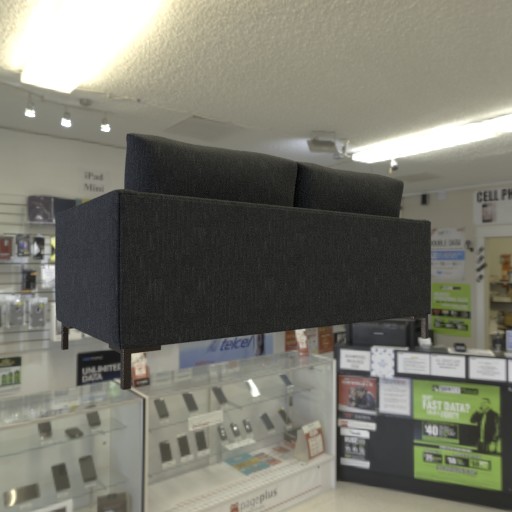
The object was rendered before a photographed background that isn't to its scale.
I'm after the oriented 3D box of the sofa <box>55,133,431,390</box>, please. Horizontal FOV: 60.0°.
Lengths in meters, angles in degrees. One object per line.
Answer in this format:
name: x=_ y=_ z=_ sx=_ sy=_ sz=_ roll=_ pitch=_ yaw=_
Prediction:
sofa: x=0.000 y=0.000 z=2.198 sx=1.716 sy=0.862 sz=0.866 roll=1 pitch=-1 yaw=-36
